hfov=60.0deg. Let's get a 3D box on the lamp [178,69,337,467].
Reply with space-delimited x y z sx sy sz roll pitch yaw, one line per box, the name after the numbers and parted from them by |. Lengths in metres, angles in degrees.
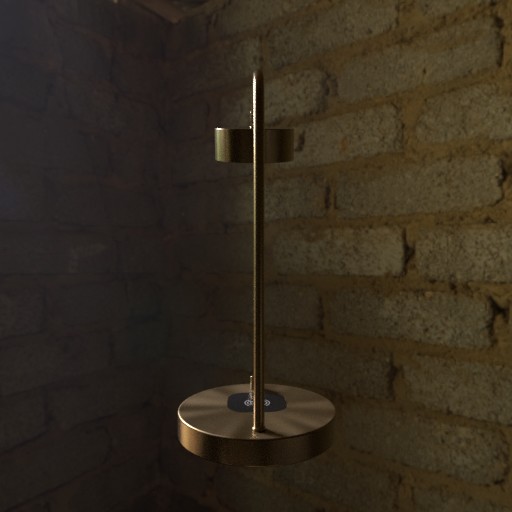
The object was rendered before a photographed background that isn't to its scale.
0.000 0.000 0.532 0.171 0.380 0.270 0 0 -1 | lamp
